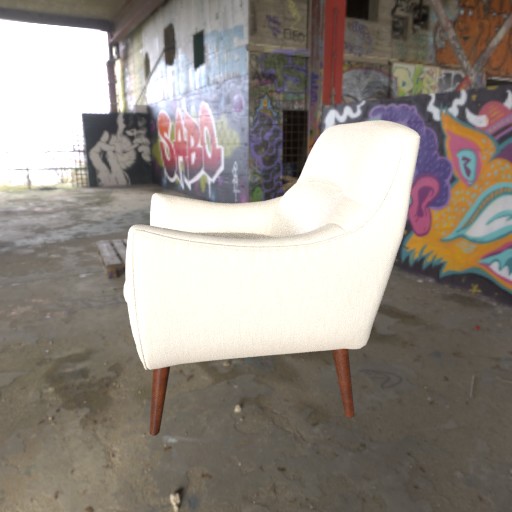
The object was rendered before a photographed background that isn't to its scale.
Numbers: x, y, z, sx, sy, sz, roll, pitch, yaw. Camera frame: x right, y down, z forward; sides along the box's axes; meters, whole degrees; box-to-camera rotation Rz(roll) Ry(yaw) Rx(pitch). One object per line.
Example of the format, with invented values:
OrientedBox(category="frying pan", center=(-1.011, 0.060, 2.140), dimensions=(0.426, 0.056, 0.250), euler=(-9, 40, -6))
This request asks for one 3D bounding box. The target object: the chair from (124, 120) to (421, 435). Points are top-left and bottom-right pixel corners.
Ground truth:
OrientedBox(category="chair", center=(0.000, 0.000, 1.444), dimensions=(0.787, 0.838, 0.762), euler=(-2, 14, -8))
